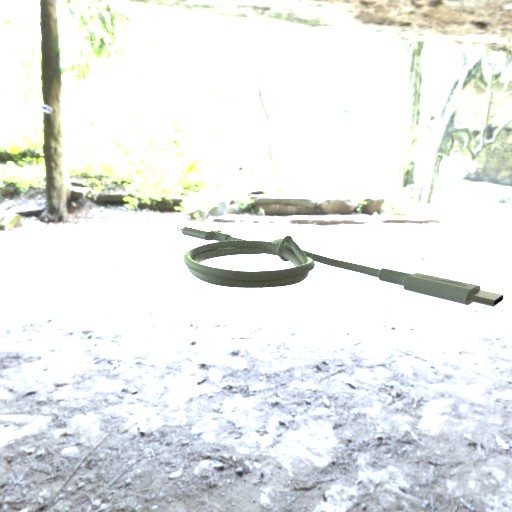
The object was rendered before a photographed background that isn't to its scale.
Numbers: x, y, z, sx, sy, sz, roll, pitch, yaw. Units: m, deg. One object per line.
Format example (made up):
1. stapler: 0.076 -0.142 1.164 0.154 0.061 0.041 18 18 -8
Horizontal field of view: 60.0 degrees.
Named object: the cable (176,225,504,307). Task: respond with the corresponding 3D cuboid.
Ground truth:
1. cable: 0.000 0.000 0.216 0.070 0.014 0.203 -13 19 -42
